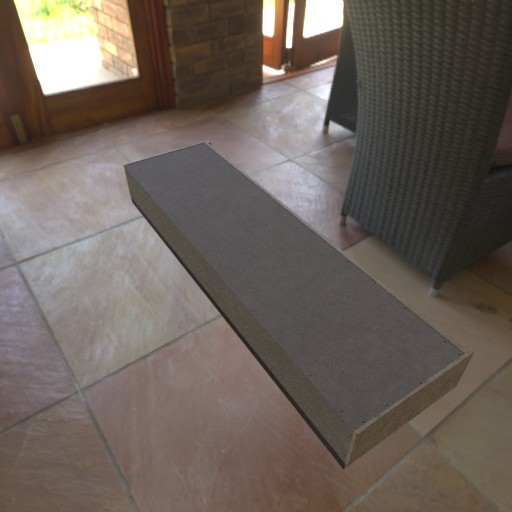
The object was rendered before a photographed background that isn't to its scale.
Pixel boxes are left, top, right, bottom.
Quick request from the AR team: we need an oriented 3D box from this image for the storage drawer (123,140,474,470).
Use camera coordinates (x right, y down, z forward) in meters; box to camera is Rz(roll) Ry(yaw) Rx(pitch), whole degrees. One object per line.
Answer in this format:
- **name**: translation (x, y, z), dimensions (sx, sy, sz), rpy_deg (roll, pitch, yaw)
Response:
- **storage drawer**: translation (0.000, 0.000, 2.274), dimensions (0.591, 0.274, 2.072), rpy_deg (-23, 46, -25)
